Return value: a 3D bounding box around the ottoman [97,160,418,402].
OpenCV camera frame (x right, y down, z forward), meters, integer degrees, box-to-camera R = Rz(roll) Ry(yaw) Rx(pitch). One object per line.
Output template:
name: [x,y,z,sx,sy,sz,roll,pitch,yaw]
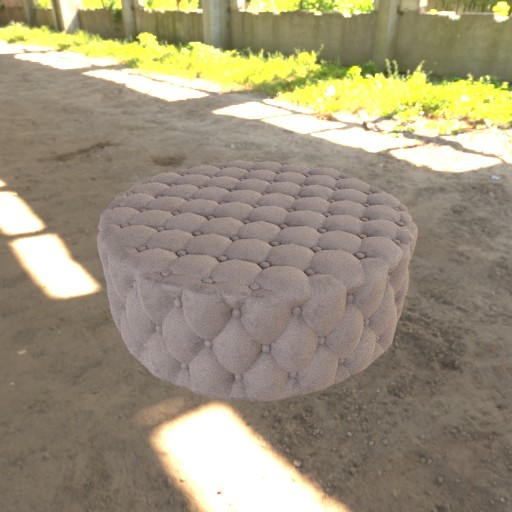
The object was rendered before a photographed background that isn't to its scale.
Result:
ottoman: [0.000,0.000,1.509,0.998,0.399,0.998,0,30,0]
